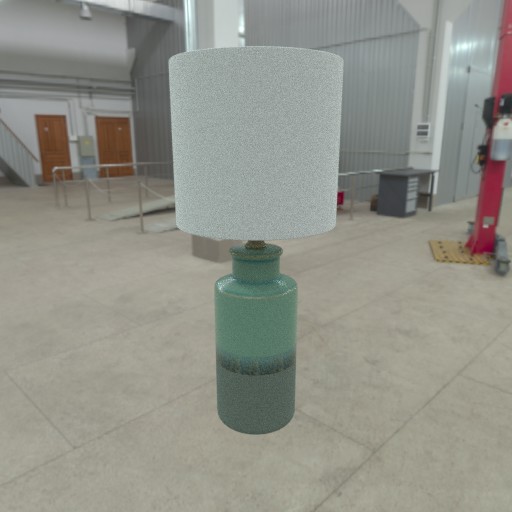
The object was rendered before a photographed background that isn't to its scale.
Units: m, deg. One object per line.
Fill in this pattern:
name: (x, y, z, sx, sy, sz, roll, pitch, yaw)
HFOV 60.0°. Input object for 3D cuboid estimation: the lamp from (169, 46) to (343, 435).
lamp: (0.000, 0.000, 0.610, 0.212, 0.493, 0.212, 2, 15, 9)
